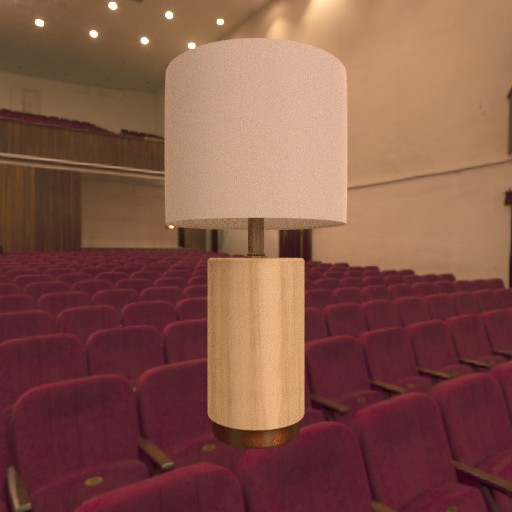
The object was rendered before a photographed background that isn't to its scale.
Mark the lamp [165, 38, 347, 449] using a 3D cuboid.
[{"bbox_3d":[0.000,0.000,0.565,0.228,0.444,0.228,0,0,-36],"label":"lamp"}]
